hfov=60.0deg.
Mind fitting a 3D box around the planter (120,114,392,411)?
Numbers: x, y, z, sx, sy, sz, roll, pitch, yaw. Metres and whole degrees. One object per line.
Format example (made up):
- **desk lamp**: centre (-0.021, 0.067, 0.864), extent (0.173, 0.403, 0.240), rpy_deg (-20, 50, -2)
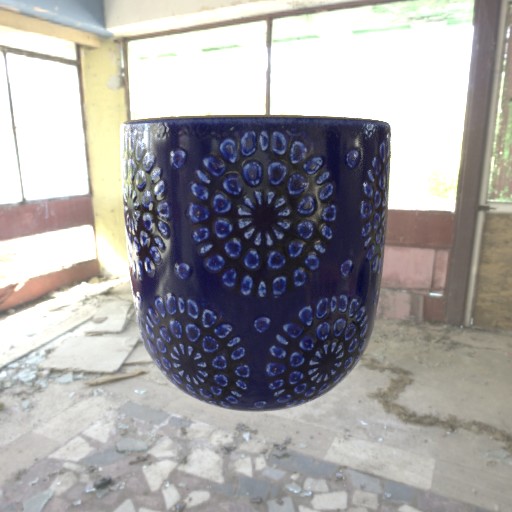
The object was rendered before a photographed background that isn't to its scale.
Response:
- **planter**: centre (0.000, 0.000, 0.196), extent (0.109, 0.112, 0.109), rpy_deg (0, 13, 0)
